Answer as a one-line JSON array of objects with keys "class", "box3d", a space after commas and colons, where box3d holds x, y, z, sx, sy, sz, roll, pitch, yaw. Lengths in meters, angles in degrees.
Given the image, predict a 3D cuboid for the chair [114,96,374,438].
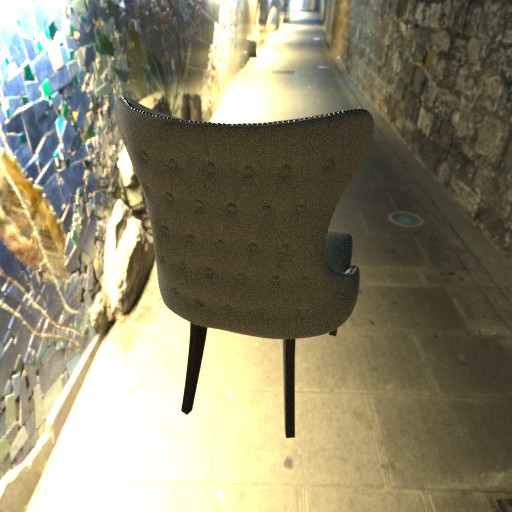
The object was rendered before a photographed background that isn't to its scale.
[{"class": "chair", "box3d": [0.000, 0.000, 1.343, 0.628, 0.967, 0.635, 8, 31, 13]}]
